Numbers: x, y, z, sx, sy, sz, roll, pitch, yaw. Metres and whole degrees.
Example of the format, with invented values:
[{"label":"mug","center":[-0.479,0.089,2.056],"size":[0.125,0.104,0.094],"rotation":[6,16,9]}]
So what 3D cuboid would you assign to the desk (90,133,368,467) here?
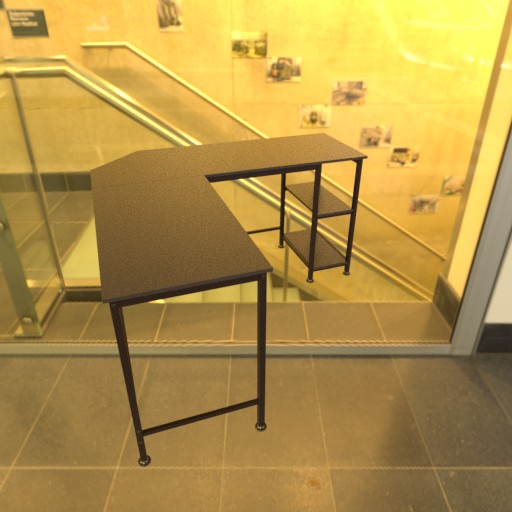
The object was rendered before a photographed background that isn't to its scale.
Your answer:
[{"label":"desk","center":[0.000,0.000,2.155],"size":[1.379,0.739,1.379],"rotation":[-10,31,-17]}]
